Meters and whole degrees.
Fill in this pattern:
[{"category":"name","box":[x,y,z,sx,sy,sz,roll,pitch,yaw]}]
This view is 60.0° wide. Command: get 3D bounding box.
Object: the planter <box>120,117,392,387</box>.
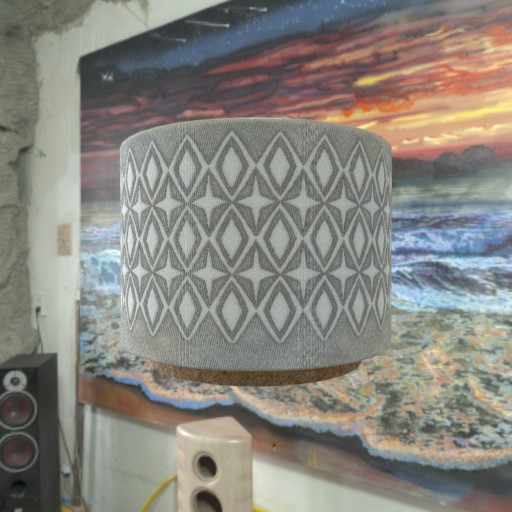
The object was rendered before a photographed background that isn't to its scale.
[{"category":"planter","box":[0.000,0.000,0.281,0.164,0.127,0.164,0,1,0]}]
